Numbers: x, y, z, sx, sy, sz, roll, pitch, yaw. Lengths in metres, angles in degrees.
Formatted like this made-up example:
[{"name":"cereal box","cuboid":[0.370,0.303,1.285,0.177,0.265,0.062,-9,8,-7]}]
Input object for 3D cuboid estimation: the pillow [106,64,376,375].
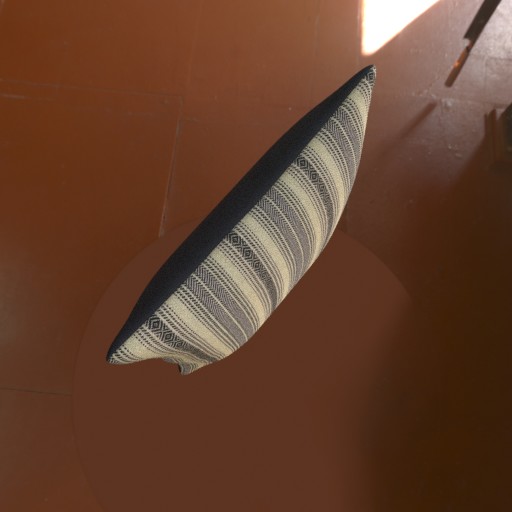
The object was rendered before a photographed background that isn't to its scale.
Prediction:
[{"name":"pillow","cuboid":[0.000,0.000,0.796,0.166,0.508,0.520,39,78,10]}]
